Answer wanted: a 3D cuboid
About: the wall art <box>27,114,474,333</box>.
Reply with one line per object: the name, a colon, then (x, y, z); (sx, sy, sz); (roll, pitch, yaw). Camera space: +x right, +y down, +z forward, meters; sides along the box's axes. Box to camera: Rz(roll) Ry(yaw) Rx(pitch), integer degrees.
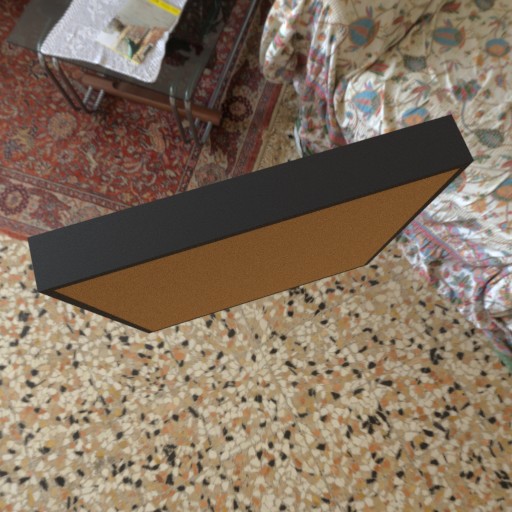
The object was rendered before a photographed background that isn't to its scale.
wall art: (0.000, 0.000, 0.446); (0.304, 0.304, 0.038); (-17, 76, -4)
